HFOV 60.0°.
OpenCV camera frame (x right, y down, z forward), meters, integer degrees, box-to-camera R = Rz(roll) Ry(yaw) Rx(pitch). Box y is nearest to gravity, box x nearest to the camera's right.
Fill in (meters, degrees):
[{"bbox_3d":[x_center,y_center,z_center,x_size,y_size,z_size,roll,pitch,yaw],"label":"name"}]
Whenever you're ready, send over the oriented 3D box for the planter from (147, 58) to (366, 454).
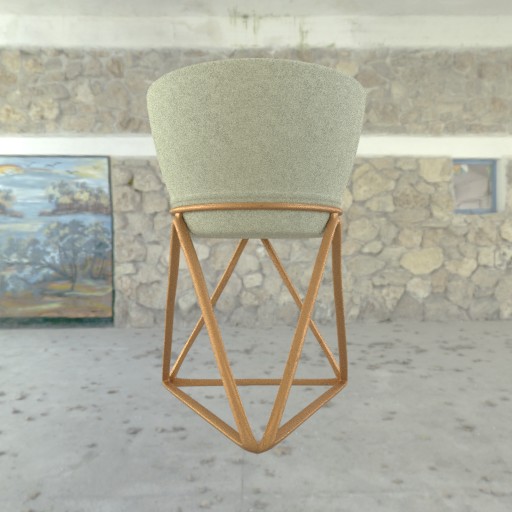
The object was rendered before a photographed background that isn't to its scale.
[{"bbox_3d":[0.000,0.000,0.734,0.350,0.504,0.350,0,1,-1],"label":"planter"}]
